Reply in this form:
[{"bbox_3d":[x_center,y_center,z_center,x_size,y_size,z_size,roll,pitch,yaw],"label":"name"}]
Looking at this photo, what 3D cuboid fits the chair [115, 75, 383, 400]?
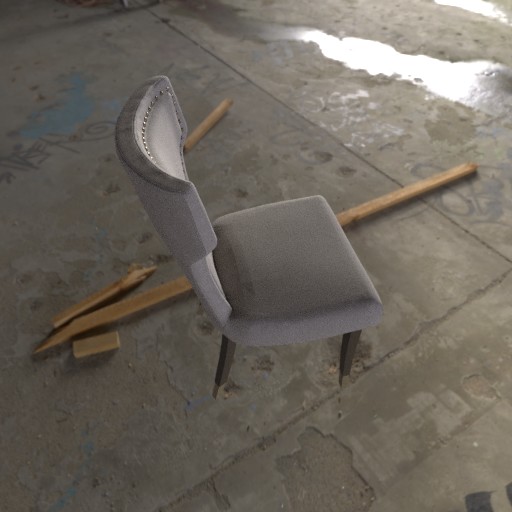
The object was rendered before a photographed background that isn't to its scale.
[{"bbox_3d":[0.000,0.000,1.337,0.630,0.950,0.526,-10,48,-9],"label":"chair"}]
